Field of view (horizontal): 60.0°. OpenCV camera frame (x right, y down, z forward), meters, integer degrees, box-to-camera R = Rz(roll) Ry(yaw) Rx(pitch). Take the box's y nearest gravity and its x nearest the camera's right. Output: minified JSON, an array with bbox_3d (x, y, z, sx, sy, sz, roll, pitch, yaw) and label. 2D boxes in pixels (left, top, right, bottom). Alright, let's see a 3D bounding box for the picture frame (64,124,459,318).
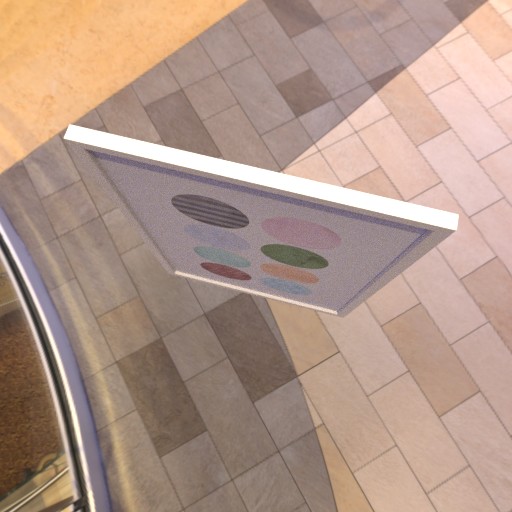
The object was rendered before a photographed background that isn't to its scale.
[{"bbox_3d":[0.000,0.000,0.543,0.305,0.434,0.013,14,74,4],"label":"picture frame"}]
